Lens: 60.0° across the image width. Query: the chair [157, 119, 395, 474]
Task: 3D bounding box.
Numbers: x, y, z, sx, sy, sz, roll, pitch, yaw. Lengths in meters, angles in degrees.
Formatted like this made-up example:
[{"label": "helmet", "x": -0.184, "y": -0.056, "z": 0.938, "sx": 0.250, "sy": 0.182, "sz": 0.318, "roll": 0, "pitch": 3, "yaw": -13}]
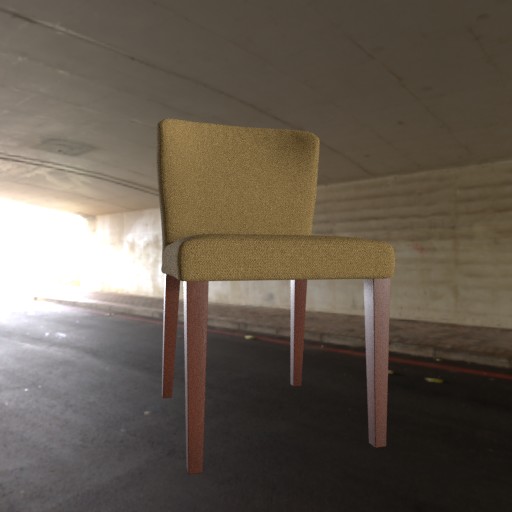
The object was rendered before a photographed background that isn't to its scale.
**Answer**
[{"label": "chair", "x": 0.000, "y": 0.000, "z": 1.167, "sx": 0.491, "sy": 0.839, "sz": 0.589, "roll": 0, "pitch": 0, "yaw": -17}]
